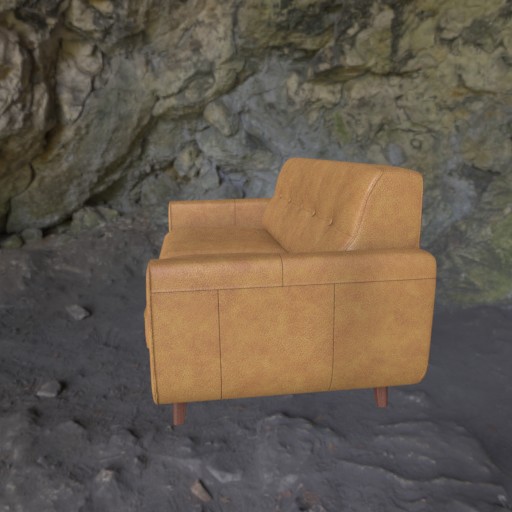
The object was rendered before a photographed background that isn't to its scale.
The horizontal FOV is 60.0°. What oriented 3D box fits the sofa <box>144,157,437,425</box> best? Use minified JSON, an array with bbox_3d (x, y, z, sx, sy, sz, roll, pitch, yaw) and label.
[{"bbox_3d":[0.000,0.000,2.177,0.952,0.925,1.651,-2,14,-8],"label":"sofa"}]
